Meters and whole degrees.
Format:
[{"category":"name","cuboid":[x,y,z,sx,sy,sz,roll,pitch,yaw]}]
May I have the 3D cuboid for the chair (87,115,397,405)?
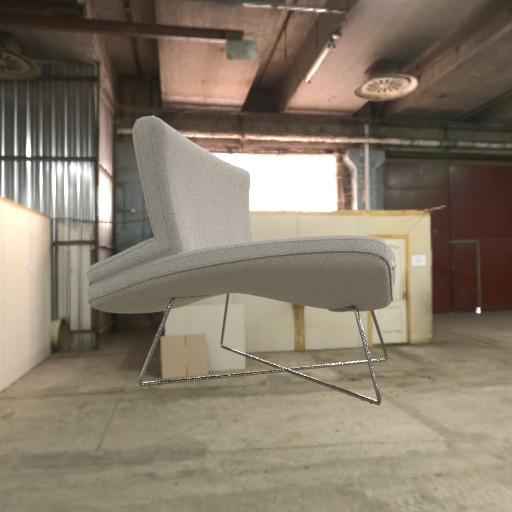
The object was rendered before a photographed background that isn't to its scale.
[{"category":"chair","cuboid":[0.000,0.000,1.673,1.008,0.855,0.859,0,-1,18]}]
